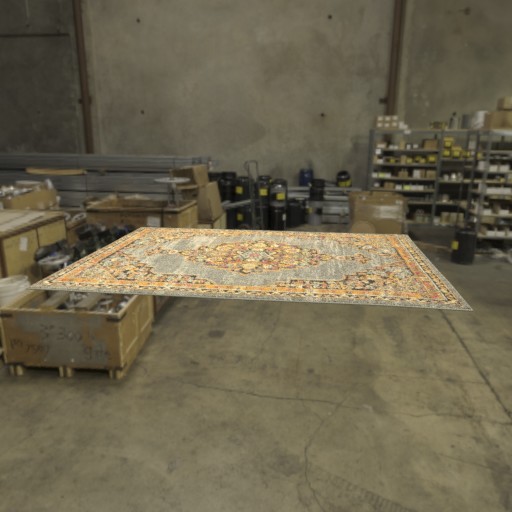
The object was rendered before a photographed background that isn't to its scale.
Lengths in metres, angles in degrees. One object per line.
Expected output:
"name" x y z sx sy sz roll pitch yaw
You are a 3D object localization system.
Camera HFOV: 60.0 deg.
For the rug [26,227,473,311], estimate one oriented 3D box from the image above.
"rug" 0.000 0.000 4.022 3.063 0.024 2.158 2 16 7
